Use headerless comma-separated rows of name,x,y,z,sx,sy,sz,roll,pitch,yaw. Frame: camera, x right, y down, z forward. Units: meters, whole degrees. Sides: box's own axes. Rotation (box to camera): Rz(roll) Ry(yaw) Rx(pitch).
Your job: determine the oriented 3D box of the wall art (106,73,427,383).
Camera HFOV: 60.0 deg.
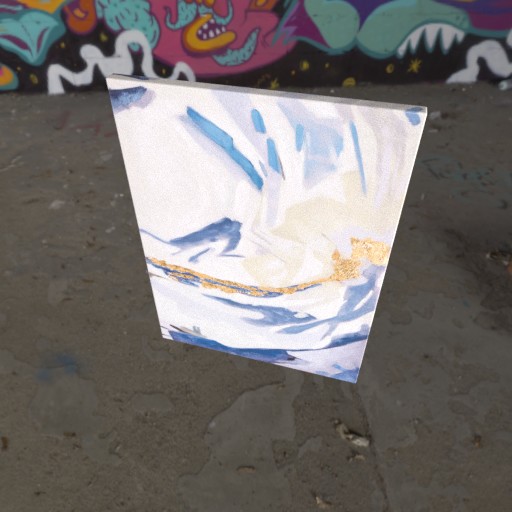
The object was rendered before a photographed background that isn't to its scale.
wall art,0.000,0.000,1.360,0.761,1.015,0.038,11,42,12
